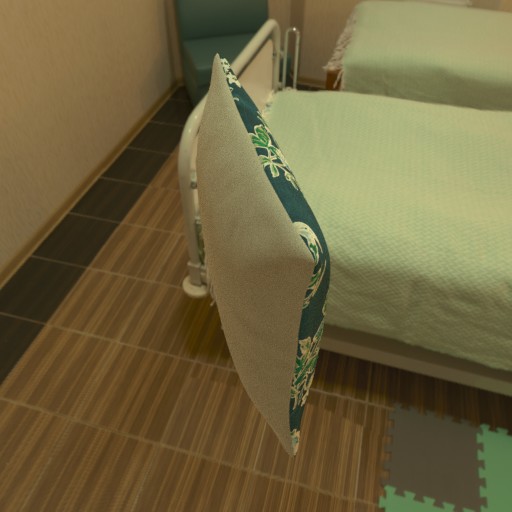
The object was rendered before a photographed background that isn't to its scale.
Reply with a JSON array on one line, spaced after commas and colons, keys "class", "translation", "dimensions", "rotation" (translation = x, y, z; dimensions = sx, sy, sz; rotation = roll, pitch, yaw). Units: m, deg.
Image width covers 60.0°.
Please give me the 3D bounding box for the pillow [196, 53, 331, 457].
[{"class": "pillow", "translation": [0.000, 0.000, 0.784], "dimensions": [0.166, 0.508, 0.525], "rotation": [-10, 46, -10]}]
